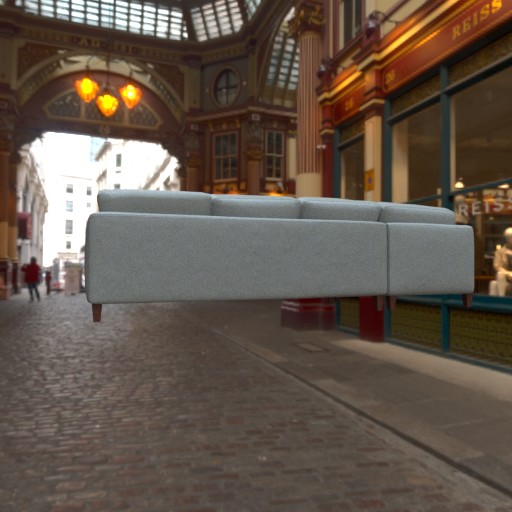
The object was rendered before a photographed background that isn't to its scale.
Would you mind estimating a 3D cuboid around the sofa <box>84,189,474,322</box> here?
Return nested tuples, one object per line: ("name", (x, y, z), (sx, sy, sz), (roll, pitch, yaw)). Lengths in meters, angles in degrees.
("sofa", (0.000, 0.000, 4.623), (3.301, 0.947, 2.592), (0, -1, -20))
